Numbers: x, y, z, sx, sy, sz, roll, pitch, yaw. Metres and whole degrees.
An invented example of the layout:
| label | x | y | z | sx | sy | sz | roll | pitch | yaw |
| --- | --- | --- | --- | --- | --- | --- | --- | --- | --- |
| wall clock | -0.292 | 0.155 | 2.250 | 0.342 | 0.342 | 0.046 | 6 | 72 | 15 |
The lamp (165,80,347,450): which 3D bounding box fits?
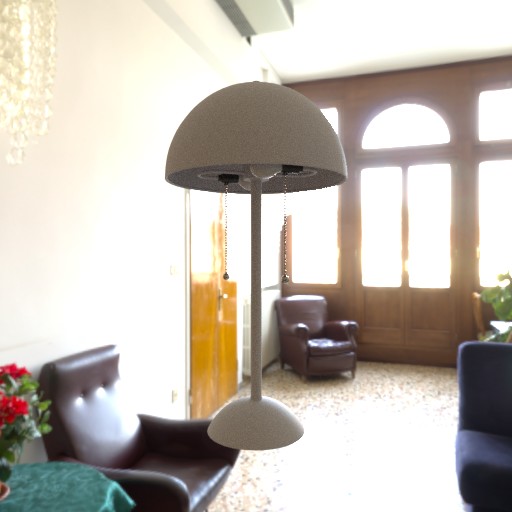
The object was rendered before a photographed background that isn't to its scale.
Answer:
| label | x | y | z | sx | sy | sz | roll | pitch | yaw |
| --- | --- | --- | --- | --- | --- | --- | --- | --- | --- |
| lamp | 0.000 | 0.000 | 0.422 | 0.171 | 0.330 | 0.171 | 0 | 0 | 0 |
